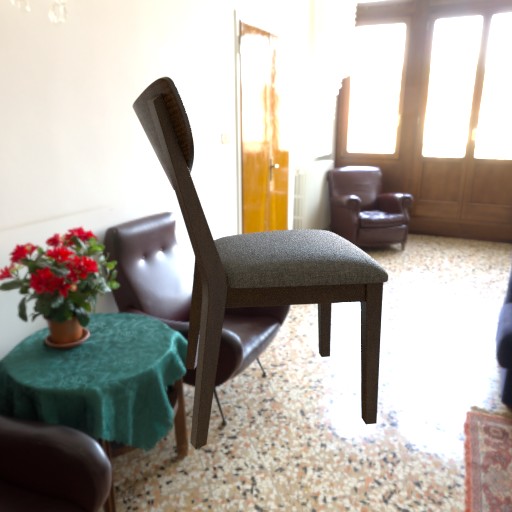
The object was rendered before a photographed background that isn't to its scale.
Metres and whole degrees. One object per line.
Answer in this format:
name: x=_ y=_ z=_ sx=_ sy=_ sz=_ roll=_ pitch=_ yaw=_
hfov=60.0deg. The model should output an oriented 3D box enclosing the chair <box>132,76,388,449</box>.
chair: x=0.000 y=0.000 z=1.192 sx=0.583 sy=0.849 sz=0.491 roll=-3 pitch=17 yaw=-10
